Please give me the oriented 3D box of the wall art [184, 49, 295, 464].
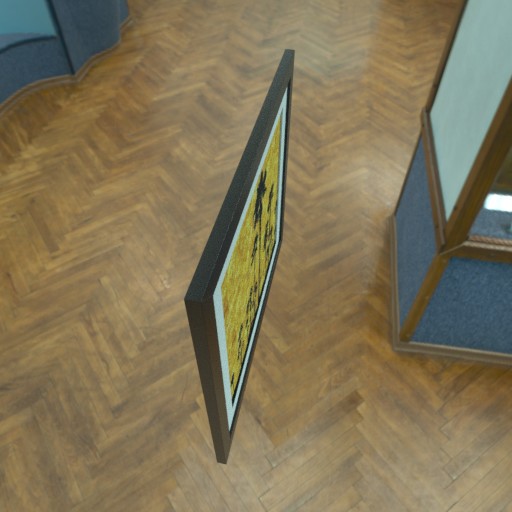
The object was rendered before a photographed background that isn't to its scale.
[{"bbox_3d":[0.000,0.000,0.534,0.012,0.332,0.383,9,49,8],"label":"wall art"}]
